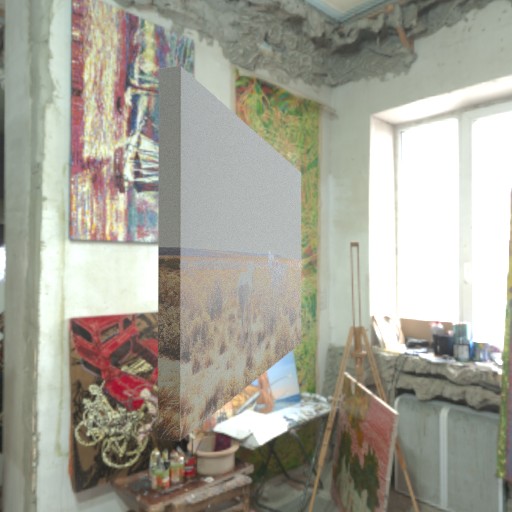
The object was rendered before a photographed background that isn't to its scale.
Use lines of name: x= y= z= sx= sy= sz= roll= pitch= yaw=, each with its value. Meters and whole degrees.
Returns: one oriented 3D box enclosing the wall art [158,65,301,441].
wall art: x=0.000 y=0.000 z=1.444 sx=0.051 sy=0.761 sz=1.138 roll=0 pitch=-1 yaw=18
